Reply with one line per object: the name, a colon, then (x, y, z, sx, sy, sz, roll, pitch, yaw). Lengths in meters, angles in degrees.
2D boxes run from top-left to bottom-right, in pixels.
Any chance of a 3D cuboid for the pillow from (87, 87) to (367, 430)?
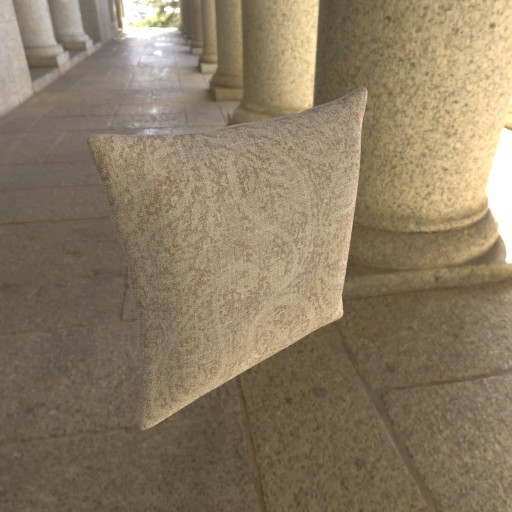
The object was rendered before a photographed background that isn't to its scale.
pillow: (0.000, 0.000, 0.784, 0.523, 0.510, 0.166, -22, 37, -33)
